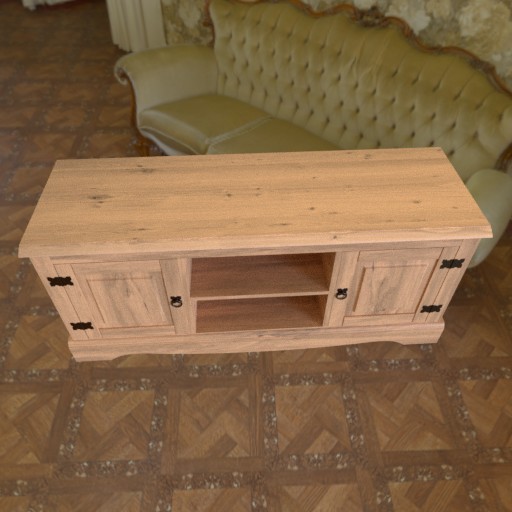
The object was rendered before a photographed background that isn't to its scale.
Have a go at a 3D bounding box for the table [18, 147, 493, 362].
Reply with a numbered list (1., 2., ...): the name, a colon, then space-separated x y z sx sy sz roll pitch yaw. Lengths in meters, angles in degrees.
1. table: 0.000 0.000 1.429 1.200 0.510 0.400 -2 46 -2
